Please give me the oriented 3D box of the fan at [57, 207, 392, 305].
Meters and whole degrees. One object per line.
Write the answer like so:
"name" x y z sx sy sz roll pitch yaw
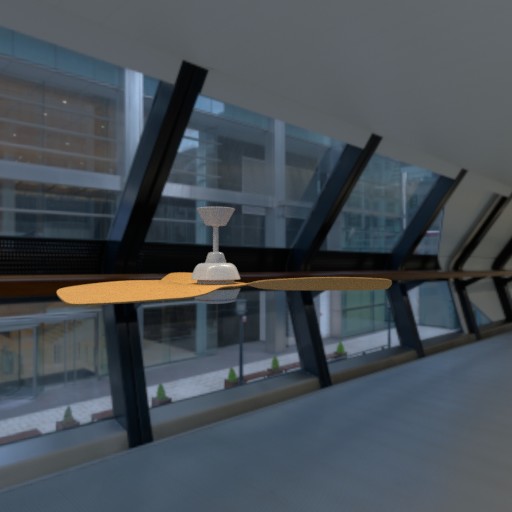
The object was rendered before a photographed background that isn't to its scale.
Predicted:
"fan" 0.000 0.000 1.678 1.010 0.355 1.142 0 0 0
